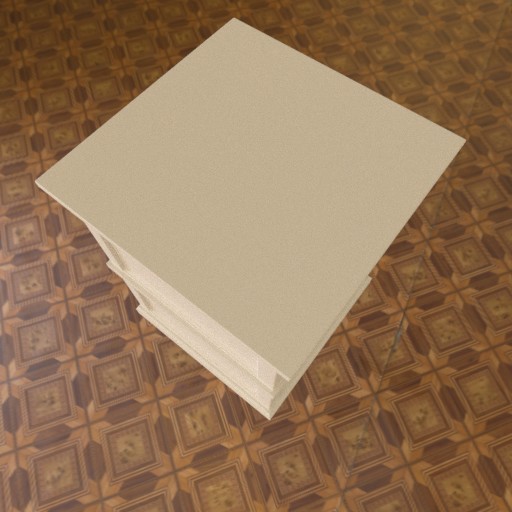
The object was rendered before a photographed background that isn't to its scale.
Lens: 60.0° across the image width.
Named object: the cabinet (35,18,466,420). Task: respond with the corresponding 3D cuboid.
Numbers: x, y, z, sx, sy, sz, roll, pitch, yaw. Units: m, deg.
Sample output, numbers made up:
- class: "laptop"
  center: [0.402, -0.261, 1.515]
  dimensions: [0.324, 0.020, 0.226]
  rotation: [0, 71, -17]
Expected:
- class: "cabinet"
  center: [0.000, 0.000, 1.133]
  dimensions: [0.547, 0.775, 0.544]
  rotation: [35, 69, 16]
